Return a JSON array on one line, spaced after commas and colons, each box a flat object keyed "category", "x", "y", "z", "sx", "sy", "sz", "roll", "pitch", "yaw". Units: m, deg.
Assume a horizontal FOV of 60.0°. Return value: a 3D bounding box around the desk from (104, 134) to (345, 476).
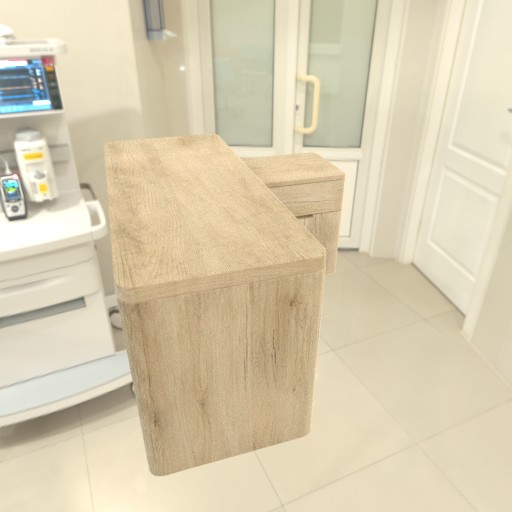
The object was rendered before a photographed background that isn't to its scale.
[{"category": "desk", "x": 0.000, "y": 0.000, "z": 2.011, "sx": 1.175, "sy": 0.770, "sz": 1.400, "roll": -9, "pitch": 31, "yaw": -15}]
